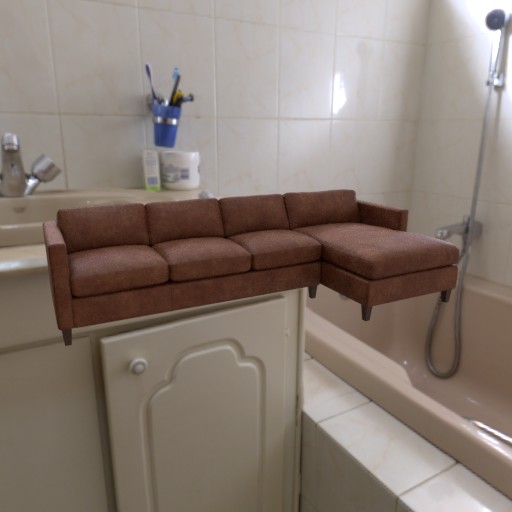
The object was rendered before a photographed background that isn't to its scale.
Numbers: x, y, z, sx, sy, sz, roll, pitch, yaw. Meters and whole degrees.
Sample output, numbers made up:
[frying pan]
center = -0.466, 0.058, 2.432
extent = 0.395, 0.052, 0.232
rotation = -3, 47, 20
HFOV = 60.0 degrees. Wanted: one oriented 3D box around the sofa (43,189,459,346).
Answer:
[sofa]
center = 0.000, 0.000, 3.796
extent = 3.203, 0.883, 1.581
rotation = -8, 17, -26
